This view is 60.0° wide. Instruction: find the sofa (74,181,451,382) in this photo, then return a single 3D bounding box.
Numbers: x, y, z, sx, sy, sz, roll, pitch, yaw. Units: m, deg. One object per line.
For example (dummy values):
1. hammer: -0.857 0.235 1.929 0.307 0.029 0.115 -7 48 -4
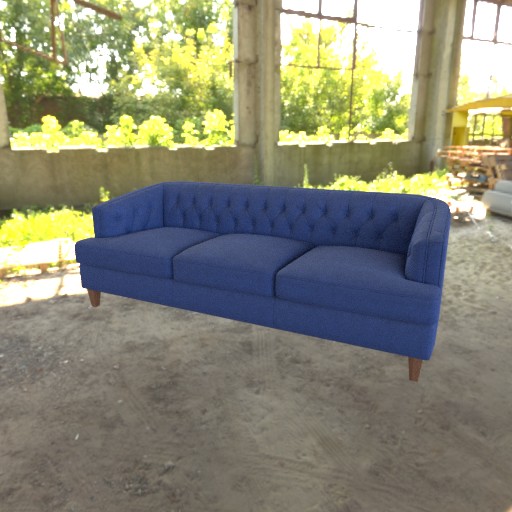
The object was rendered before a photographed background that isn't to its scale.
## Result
1. sofa: 0.000 0.000 2.802 2.235 0.787 0.914 8 17 26
